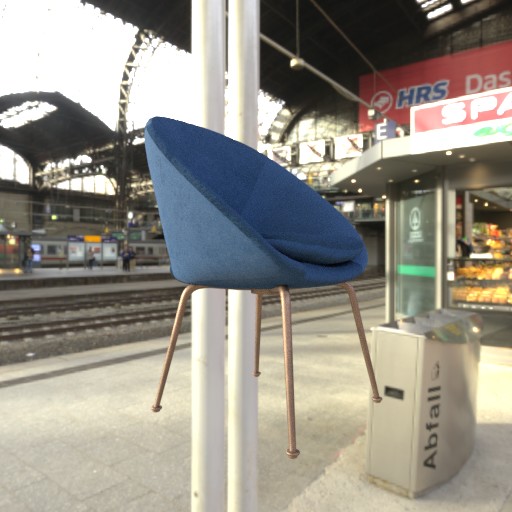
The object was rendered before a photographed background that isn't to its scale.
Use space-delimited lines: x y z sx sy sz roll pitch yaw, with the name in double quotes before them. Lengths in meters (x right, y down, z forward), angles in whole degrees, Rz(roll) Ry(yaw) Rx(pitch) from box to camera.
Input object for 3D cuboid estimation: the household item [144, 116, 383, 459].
"household item" 0.000 0.000 1.275 0.573 0.852 0.623 0 0 38
